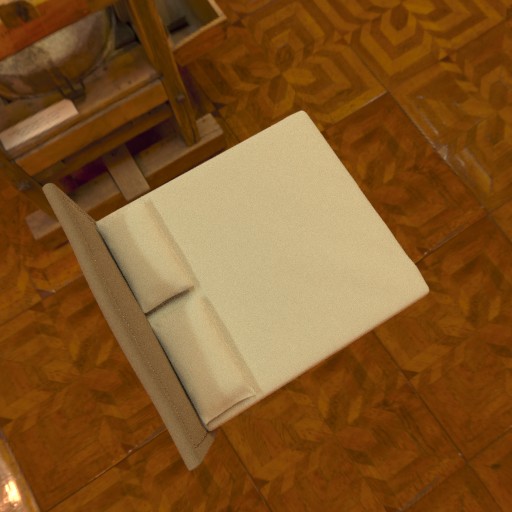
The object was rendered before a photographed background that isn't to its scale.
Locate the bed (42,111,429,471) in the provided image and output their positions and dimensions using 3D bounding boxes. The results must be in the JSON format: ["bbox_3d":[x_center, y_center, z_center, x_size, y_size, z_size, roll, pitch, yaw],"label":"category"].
[{"bbox_3d":[0.000,0.000,3.517,2.182,1.421,2.083,-30,78,-7],"label":"bed"}]
